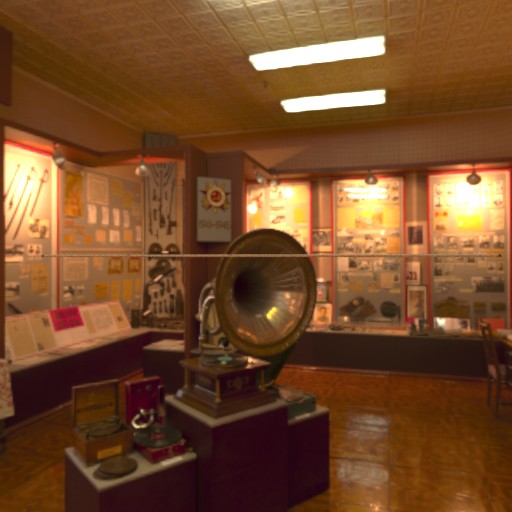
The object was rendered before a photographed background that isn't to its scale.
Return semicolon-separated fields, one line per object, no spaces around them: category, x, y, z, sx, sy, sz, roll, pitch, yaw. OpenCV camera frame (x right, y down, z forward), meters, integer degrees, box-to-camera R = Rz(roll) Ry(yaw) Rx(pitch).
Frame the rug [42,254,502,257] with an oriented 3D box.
rug;0.000;0.000;2.607;2.438;0.012;0.762;0;0;19
